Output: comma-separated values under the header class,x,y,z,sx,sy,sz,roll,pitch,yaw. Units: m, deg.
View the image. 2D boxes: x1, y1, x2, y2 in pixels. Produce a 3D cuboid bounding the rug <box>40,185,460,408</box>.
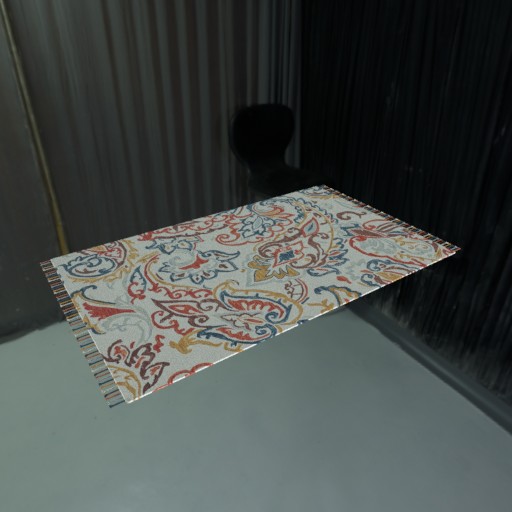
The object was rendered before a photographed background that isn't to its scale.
class,x,y,z,sx,sy,sz,roll,pitch,yaw
rug,0.000,0.000,3.140,2.584,0.010,1.523,-19,36,-29
